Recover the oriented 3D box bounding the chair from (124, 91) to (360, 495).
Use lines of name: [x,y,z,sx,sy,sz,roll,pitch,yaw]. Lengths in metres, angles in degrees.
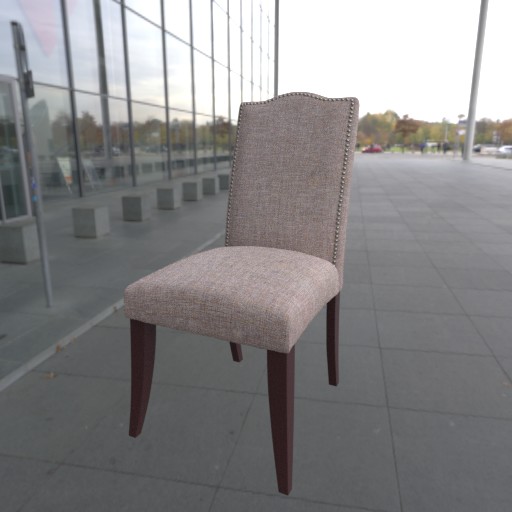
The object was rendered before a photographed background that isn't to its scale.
chair: [0.000,0.000,1.364,0.513,1.016,0.660,7,16,26]
